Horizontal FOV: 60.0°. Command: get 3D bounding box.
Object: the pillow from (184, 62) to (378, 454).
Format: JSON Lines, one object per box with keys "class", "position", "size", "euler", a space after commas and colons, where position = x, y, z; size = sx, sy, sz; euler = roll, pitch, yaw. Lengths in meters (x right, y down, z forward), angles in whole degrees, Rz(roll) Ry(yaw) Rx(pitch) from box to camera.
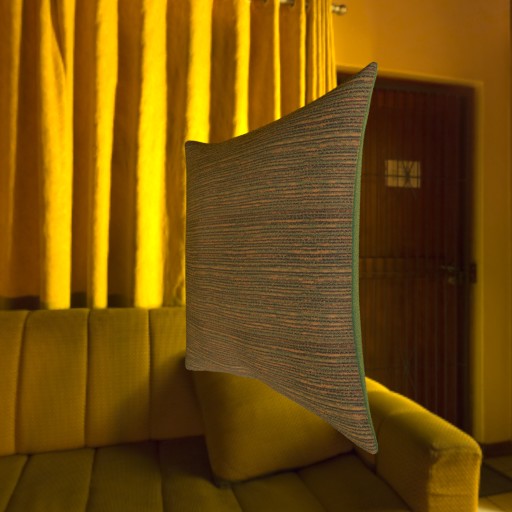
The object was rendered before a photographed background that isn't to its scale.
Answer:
{"class": "pillow", "position": [0.000, 0.000, 0.762], "size": [0.150, 0.497, 0.514], "euler": [0, 0, -36]}
